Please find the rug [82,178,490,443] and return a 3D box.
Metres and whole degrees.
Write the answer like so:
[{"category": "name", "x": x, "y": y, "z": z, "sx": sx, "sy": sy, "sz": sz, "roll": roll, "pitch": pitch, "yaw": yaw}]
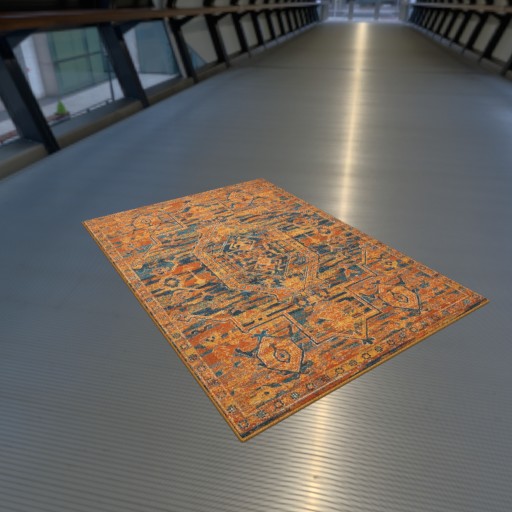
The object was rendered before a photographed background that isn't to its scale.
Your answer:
[{"category": "rug", "x": 0.000, "y": 0.000, "z": 2.814, "sx": 1.588, "sy": 0.024, "sz": 2.204, "roll": -19, "pitch": 36, "yaw": -28}]
